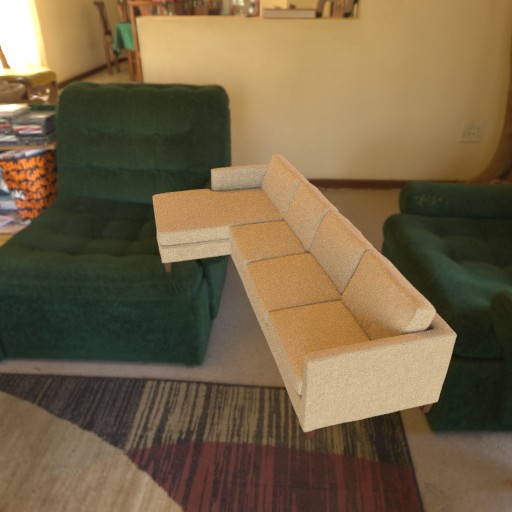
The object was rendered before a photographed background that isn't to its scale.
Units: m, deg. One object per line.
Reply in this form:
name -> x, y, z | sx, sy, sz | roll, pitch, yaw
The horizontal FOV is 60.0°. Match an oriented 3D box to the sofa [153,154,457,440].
sofa -> 0.000, 0.000, 3.857 | 1.625, 0.846, 3.186 | -8, 32, -12
